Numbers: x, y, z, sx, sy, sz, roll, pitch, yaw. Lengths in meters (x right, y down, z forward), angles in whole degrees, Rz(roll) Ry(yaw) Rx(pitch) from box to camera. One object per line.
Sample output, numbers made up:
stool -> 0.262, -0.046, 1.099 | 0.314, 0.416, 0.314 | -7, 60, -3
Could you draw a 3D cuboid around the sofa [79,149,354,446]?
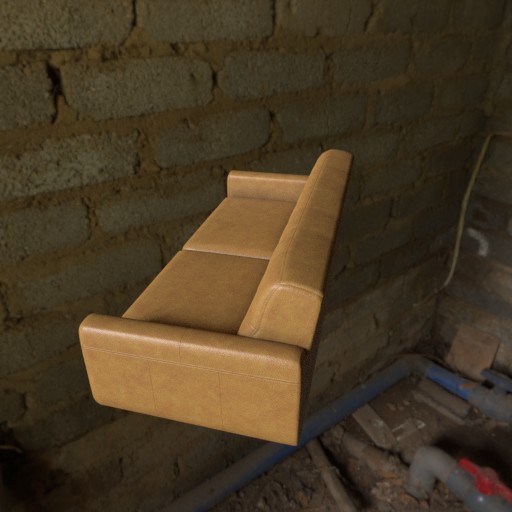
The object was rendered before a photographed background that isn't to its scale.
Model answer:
sofa -> 0.000, 0.000, 2.663 | 0.980, 0.892, 2.137 | 7, 29, 13
